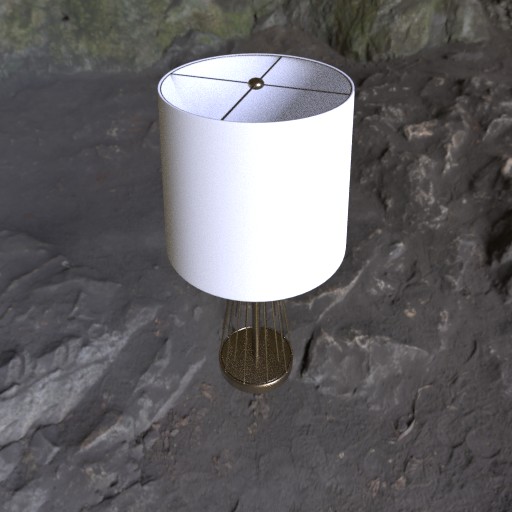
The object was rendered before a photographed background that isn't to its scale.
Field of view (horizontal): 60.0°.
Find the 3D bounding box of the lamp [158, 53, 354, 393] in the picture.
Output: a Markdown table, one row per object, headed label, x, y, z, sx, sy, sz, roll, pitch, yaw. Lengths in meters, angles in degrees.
| label | x | y | z | sx | sy | sz | roll | pitch | yaw |
| --- | --- | --- | --- | --- | --- | --- | --- | --- | --- |
| lamp | 0.000 | 0.000 | 0.786 | 0.303 | 0.618 | 0.303 | 0 | 40 | 0 |
